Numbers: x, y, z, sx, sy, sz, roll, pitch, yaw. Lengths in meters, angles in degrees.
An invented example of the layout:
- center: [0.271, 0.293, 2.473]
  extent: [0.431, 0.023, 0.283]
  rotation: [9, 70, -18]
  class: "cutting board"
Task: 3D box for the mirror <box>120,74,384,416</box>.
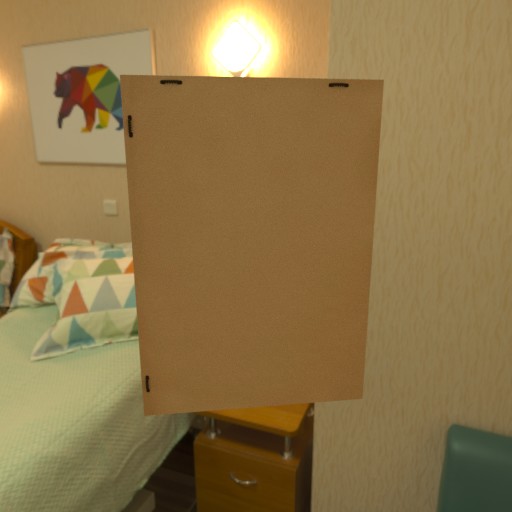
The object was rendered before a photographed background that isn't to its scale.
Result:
- center: [0.000, 0.000, 0.945]
  extent: [0.507, 0.710, 0.039]
  rotation: [-2, 14, -7]
  class: "mirror"
